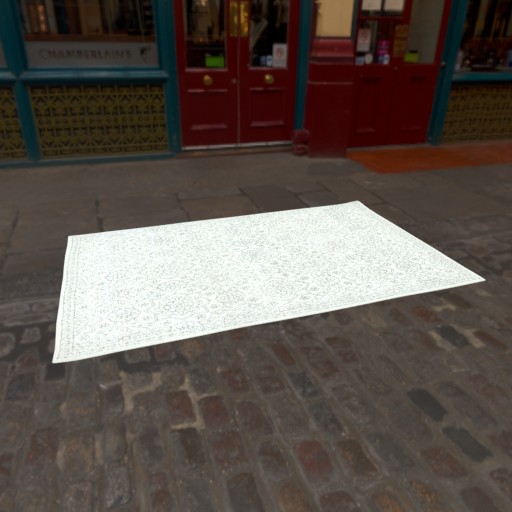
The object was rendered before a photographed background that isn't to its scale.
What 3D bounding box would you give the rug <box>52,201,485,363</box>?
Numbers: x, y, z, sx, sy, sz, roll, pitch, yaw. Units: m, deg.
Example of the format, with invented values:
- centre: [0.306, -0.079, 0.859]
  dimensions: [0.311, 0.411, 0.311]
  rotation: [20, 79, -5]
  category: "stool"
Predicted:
- centre: [0.000, 0.000, 2.972]
  dimensions: [2.434, 0.023, 1.518]
  rotation: [-8, 27, -16]
  category: "rug"
